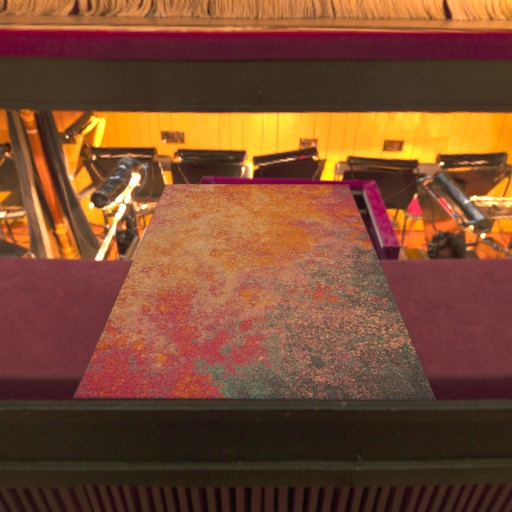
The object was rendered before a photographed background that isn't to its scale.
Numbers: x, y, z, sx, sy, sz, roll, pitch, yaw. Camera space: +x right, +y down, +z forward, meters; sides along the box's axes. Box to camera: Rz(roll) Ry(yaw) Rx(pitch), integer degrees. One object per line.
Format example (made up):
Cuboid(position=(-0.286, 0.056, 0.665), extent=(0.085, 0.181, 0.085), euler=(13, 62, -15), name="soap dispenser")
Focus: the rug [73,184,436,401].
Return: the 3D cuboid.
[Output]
Cuboid(position=(0.000, 0.000, 3.653), extent=(2.007, 0.013, 2.896), euler=(0, 33, 0), name="rug")
